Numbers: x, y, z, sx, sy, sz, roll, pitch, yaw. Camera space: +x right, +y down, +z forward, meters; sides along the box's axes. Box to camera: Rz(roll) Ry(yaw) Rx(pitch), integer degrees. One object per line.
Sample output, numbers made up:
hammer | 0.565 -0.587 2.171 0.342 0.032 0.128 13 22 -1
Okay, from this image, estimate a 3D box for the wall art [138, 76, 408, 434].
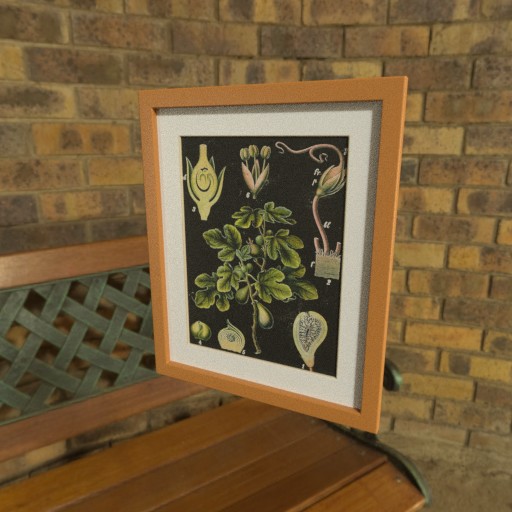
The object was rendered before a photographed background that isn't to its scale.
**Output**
wall art | 0.000 0.000 0.523 0.310 0.379 0.015 7 17 25
